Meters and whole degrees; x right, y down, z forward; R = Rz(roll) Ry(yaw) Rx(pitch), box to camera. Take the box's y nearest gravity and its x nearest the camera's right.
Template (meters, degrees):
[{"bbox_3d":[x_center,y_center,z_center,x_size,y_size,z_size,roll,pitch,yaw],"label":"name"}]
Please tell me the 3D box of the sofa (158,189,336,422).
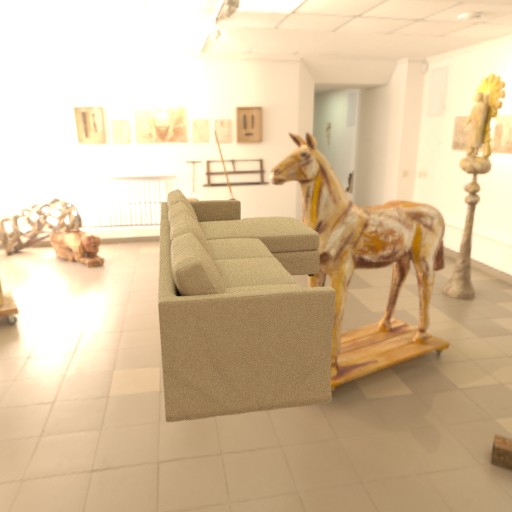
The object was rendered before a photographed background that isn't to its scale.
[{"bbox_3d":[0.000,0.000,3.871,1.622,0.867,3.177,-3,16,-11],"label":"sofa"}]
